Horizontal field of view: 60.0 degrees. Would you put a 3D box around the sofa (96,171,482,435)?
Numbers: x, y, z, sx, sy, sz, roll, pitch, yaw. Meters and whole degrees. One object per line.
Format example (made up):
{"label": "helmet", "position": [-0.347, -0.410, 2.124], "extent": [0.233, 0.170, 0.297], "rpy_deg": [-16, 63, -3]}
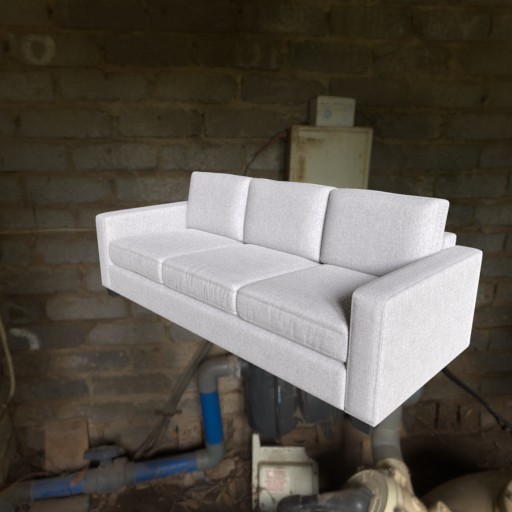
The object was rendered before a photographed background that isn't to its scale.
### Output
{"label": "sofa", "position": [0.000, 0.000, 2.515], "extent": [0.900, 0.800, 2.120], "rpy_deg": [-15, 22, -42]}
